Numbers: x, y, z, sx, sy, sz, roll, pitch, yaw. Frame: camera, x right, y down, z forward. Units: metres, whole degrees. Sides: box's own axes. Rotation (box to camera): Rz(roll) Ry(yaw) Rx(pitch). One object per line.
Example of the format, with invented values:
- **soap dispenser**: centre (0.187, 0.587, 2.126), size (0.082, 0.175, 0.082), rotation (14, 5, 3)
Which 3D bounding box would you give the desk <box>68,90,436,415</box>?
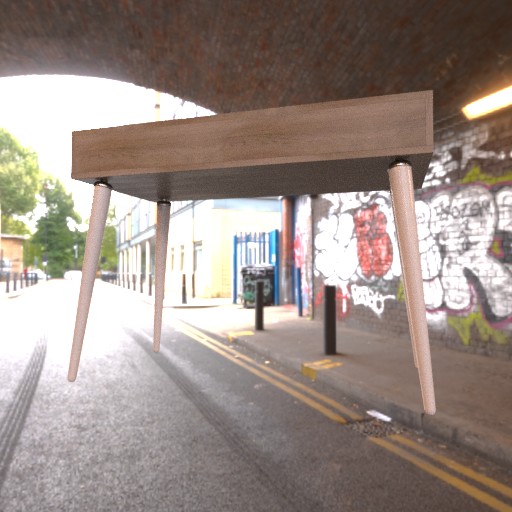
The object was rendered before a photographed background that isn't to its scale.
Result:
- **desk**: centre (0.000, 0.000, 1.354), size (0.979, 0.723, 0.491), rotation (-1, -2, 17)
